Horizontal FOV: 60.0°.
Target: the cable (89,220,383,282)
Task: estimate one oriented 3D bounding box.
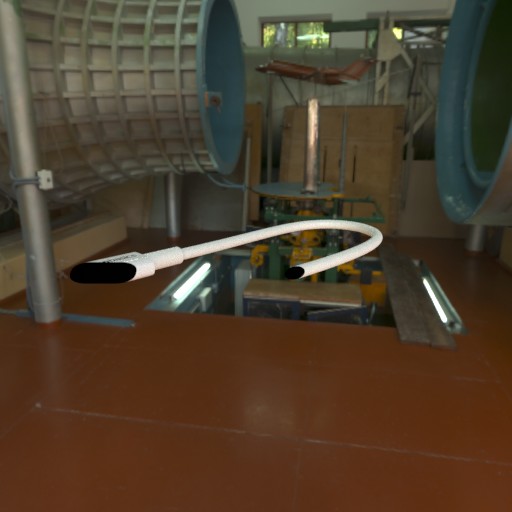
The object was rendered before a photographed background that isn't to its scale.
[{"bbox_3d":[0.000,0.000,0.113,0.041,0.005,0.098,15,22,42],"label":"cable"}]
